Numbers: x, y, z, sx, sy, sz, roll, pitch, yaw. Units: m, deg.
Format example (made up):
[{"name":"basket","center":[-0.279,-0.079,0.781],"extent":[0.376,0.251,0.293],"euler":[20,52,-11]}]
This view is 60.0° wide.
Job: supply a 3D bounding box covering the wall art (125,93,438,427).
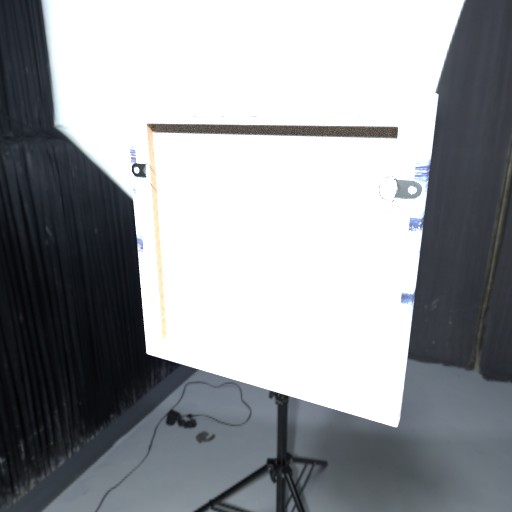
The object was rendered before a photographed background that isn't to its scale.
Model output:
[{"name":"wall art","center":[0.000,0.000,1.102],"extent":[0.755,0.747,0.065],"euler":[9,20,25]}]
